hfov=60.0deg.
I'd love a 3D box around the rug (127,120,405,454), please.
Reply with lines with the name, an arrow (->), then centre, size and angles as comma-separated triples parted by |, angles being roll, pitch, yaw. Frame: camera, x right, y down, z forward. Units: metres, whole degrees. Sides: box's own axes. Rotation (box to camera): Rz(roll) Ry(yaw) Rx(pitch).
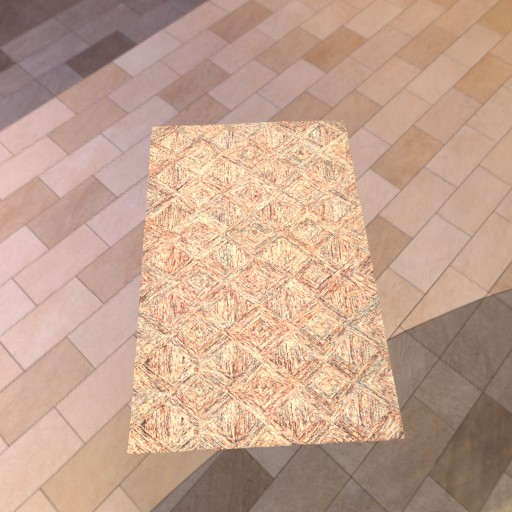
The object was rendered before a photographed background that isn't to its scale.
rug -> 0.000, 0.000, 2.215 | 1.143, 0.014, 1.761 | -3, 63, -1
